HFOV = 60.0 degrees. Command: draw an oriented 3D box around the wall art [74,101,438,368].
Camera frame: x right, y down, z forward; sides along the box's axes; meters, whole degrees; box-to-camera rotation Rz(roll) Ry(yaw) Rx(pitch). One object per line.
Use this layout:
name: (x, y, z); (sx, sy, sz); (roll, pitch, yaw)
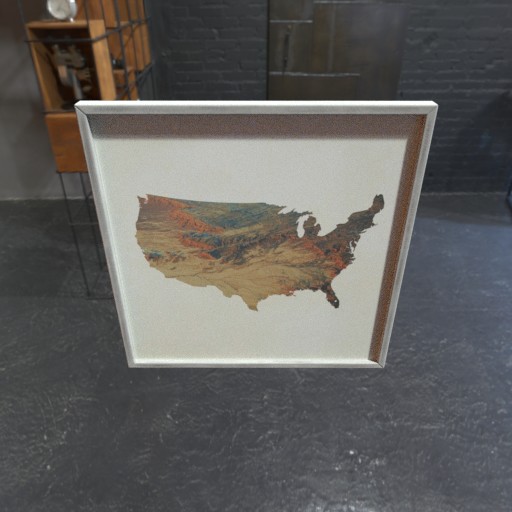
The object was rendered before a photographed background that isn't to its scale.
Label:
wall art: (0.000, 0.000, 0.453); (0.303, 0.303, 0.015); (0, 31, 0)
